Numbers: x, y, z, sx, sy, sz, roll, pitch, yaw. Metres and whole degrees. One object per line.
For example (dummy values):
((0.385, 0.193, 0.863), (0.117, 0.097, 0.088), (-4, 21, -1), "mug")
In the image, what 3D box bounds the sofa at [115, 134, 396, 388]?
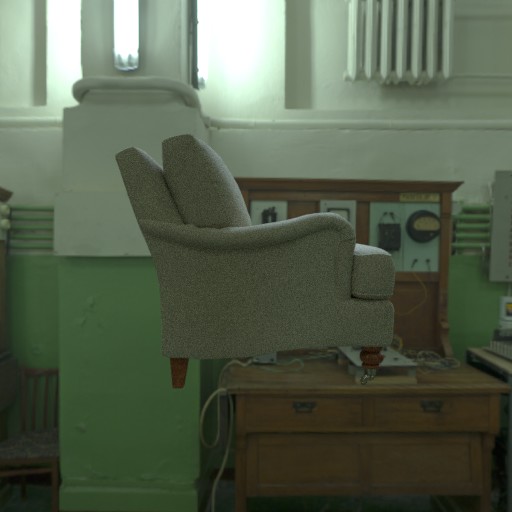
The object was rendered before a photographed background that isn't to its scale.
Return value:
((0.000, 0.000, 2.666), (1.091, 0.997, 2.070), (0, 1, -1), "sofa")
